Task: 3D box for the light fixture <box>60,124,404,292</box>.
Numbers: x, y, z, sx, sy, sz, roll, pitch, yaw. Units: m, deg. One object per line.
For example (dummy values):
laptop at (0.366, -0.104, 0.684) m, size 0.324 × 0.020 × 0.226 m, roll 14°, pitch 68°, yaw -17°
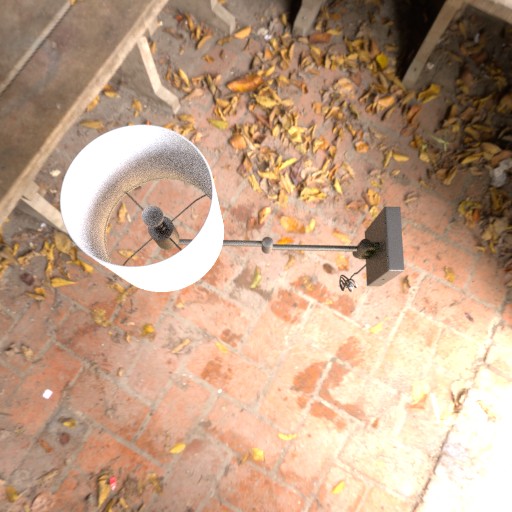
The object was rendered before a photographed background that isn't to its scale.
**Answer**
light fixture at (0.000, 0.000, 0.899) m, size 0.516 × 0.651 × 0.203 m, roll 1°, pitch 76°, yaw 0°
